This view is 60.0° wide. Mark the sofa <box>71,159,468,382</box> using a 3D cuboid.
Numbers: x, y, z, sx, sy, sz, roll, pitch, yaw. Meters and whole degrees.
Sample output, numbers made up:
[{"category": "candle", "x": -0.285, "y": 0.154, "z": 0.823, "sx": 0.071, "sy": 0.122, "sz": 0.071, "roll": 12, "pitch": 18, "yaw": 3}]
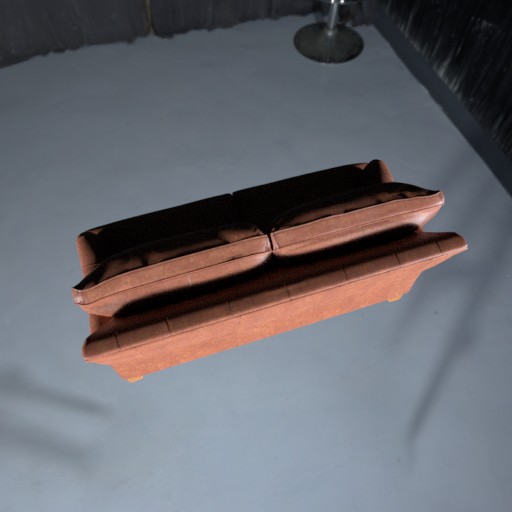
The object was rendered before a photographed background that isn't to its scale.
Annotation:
[{"category": "sofa", "x": 0.000, "y": 0.000, "z": 2.854, "sx": 2.144, "sy": 1.071, "sz": 1.147, "roll": -15, "pitch": 59, "yaw": -10}]
